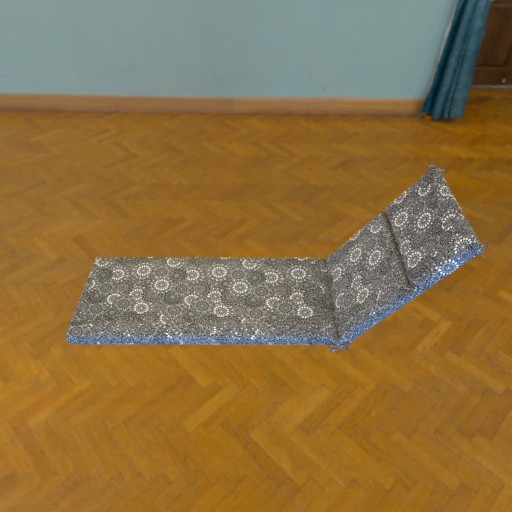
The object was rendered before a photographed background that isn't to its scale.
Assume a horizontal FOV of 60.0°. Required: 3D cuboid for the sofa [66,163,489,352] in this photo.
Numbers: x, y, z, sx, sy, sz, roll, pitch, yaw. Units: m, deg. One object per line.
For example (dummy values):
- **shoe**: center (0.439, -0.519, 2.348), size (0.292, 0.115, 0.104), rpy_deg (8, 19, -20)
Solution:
- **sofa**: center (0.000, 0.000, 1.937), size (1.663, 0.622, 0.582), rpy_deg (0, 43, 0)
